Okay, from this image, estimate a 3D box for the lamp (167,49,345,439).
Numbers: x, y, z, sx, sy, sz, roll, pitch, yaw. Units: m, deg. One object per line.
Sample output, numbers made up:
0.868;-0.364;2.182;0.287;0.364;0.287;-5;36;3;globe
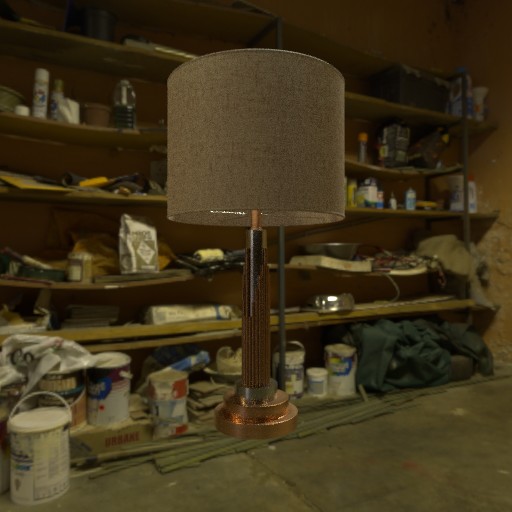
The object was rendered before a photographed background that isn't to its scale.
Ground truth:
0.000;0.000;0.813;0.321;0.610;0.321;0;-1;17;lamp
